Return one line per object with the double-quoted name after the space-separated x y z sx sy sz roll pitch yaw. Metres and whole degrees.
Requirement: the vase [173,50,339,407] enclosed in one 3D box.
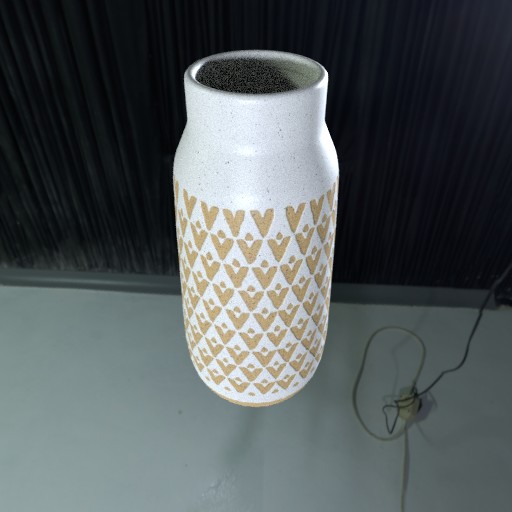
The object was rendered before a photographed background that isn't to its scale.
0.000 0.000 0.378 0.137 0.307 0.137 0 40 0 "vase"
